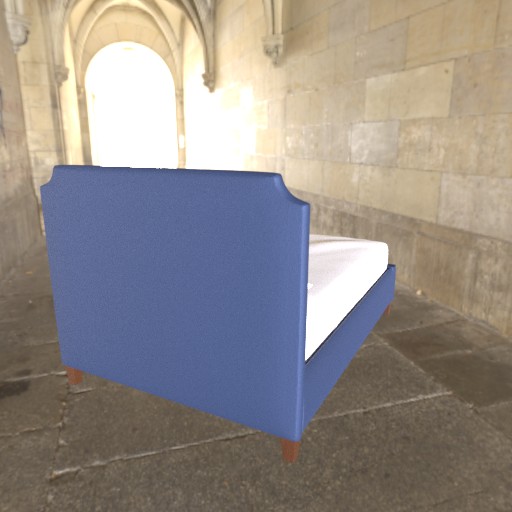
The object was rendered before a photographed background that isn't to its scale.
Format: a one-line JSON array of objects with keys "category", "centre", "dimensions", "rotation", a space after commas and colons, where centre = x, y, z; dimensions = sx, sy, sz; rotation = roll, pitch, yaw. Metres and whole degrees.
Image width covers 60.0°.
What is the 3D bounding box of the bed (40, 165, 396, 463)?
[{"category": "bed", "centre": [0.000, 0.000, 3.385], "dimensions": [1.712, 1.443, 2.372], "rotation": [8, 16, 27]}]
